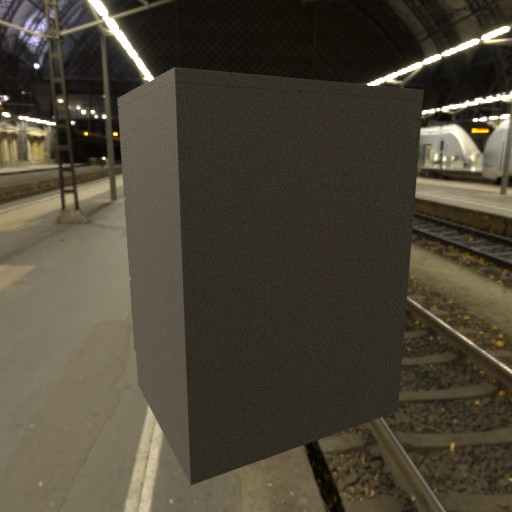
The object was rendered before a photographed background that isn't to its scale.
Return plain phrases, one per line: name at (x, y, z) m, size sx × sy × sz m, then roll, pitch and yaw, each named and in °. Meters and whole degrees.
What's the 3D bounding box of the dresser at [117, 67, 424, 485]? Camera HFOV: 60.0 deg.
dresser at (0.000, 0.000, 0.816) m, size 0.400 × 0.560 × 0.360 m, roll -7°, pitch 15°, yaw -27°
